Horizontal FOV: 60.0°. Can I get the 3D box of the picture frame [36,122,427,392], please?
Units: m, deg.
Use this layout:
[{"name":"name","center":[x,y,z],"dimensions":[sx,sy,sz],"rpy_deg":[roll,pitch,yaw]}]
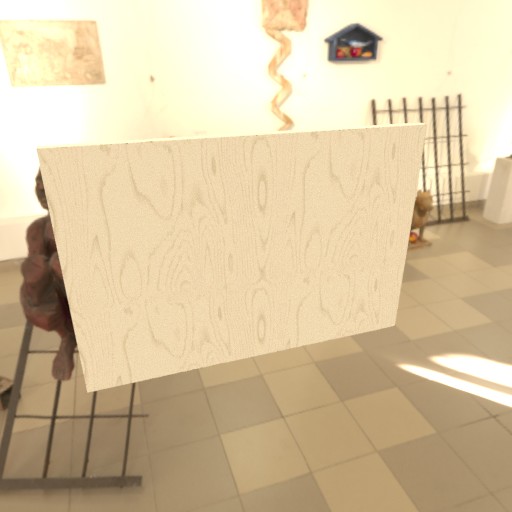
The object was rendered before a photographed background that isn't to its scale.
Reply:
[{"name":"picture frame","center":[0.000,0.000,1.185],"dimensions":[0.950,0.640,0.029],"rpy_deg":[-8,27,-17]}]
